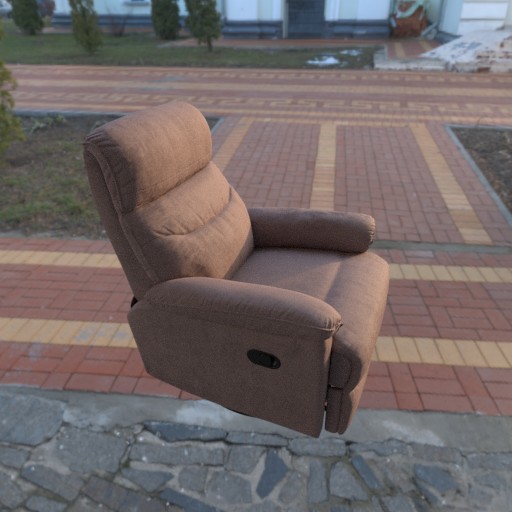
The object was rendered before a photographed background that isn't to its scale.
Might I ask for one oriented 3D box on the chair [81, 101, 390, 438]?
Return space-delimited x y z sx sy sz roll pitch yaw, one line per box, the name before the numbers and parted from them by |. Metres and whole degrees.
chair | 0.000 0.000 1.714 1.004 1.037 0.820 11 32 19
